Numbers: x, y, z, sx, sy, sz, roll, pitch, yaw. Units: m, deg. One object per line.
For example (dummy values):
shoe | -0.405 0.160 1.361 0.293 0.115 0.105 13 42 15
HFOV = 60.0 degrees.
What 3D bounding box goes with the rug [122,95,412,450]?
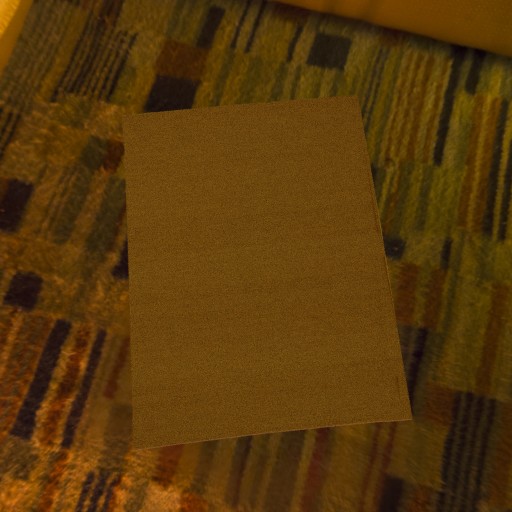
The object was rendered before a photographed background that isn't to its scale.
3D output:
rug | 0.000 0.000 4.177 2.434 0.045 3.202 -5 77 -1
